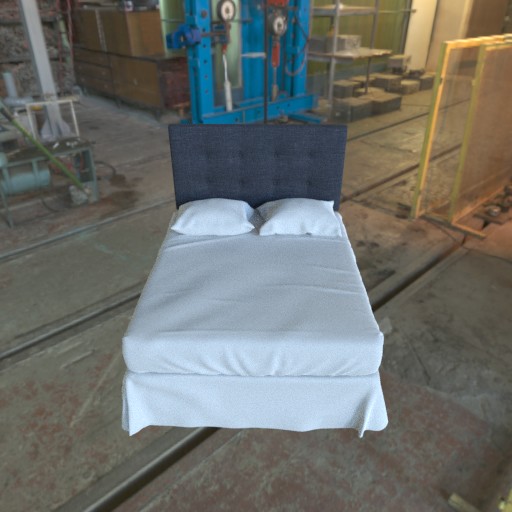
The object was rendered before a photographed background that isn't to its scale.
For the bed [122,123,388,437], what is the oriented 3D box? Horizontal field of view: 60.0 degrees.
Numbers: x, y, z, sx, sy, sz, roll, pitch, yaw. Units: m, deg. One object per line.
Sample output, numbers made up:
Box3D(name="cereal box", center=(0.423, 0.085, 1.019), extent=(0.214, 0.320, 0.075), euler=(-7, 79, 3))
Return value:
Box3D(name="bed", center=(0.000, 0.000, 3.559), extent=(1.936, 1.577, 2.222), euler=(1, 31, 1))
